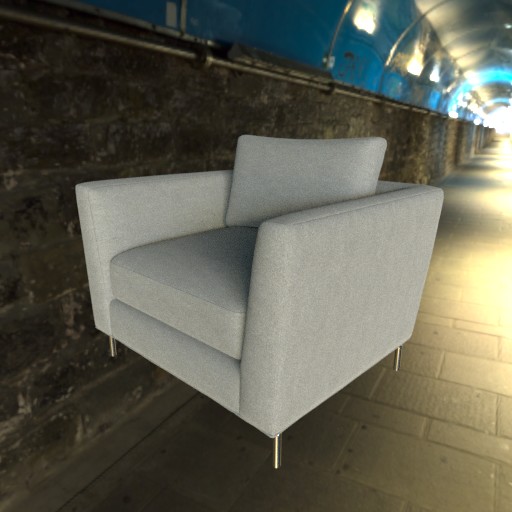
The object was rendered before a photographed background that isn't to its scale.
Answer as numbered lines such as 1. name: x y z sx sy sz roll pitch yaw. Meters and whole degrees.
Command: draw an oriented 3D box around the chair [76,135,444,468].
1. chair: 0.000 0.000 1.663 1.041 0.864 0.889 15 22 42
